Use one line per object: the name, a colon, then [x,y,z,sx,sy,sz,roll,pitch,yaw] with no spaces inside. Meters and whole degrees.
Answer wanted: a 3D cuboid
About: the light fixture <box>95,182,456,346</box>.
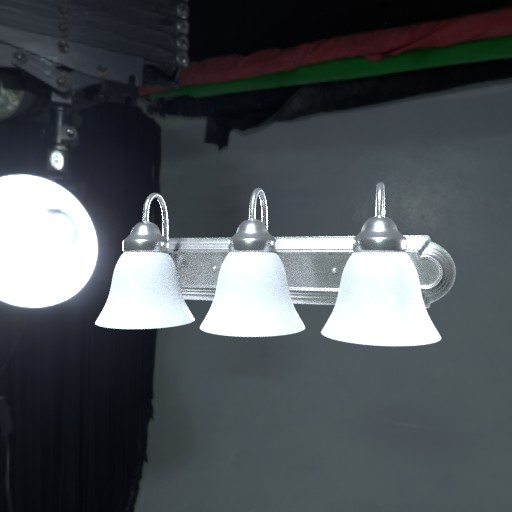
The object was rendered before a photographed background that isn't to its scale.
light fixture: [0.000,0.000,0.713,0.610,0.222,0.199,0,1,18]
